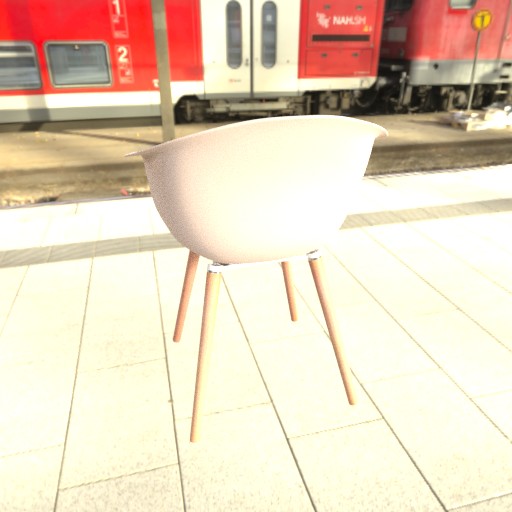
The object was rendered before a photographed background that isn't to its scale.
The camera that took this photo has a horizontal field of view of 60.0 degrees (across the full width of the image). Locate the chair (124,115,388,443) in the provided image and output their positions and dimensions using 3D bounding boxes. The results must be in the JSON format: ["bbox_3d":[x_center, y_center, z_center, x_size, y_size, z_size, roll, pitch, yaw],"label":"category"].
[{"bbox_3d":[0.000,0.000,1.157,0.593,0.781,0.504,-8,28,-15],"label":"chair"}]
